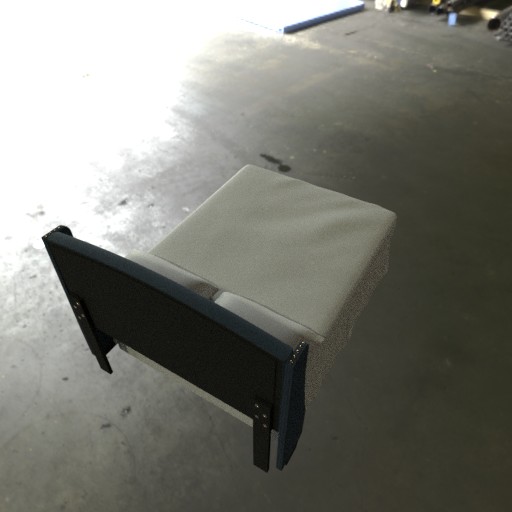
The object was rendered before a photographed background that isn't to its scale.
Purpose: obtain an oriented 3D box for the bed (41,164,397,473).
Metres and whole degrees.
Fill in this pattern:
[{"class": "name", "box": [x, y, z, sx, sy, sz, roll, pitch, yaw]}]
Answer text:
[{"class": "bed", "box": [0.000, 0.000, 3.434, 1.710, 1.407, 2.237, 23, 49, 22]}]
